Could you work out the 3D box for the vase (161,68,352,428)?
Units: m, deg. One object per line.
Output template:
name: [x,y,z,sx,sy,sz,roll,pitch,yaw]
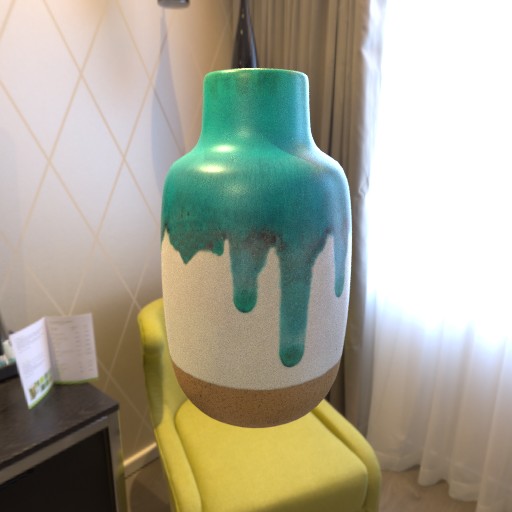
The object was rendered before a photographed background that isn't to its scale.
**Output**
vase: [0.000,0.000,0.252,0.106,0.192,0.106,0,15,0]
